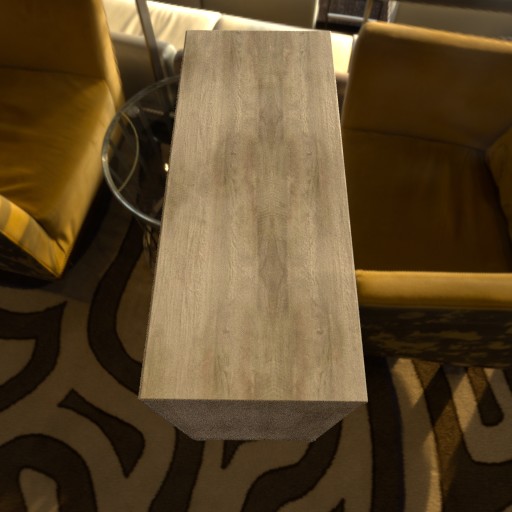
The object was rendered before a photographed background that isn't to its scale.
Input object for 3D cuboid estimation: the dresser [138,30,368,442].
[{"bbox_3d":[0.000,0.000,1.368,0.404,0.816,0.994,1,63,0],"label":"dresser"}]
